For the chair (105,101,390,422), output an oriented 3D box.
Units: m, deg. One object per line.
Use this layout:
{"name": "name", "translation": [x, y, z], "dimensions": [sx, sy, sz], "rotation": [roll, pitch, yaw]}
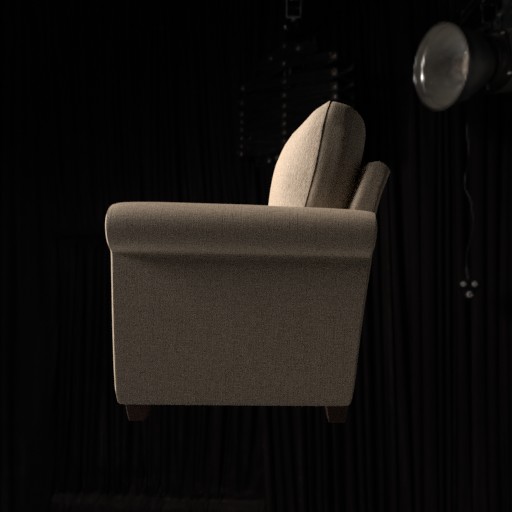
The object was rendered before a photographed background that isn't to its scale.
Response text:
{"name": "chair", "translation": [0.000, 0.000, 2.343], "dimensions": [1.180, 1.349, 1.275], "rotation": [0, 1, 1]}
